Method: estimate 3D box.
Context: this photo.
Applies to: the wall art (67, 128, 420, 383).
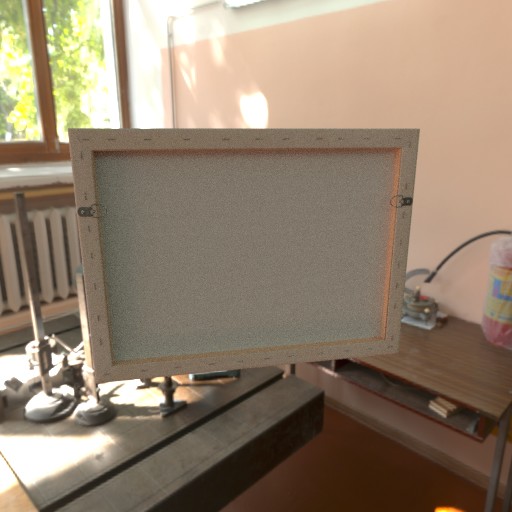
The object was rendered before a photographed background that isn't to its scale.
[{"bbox_3d":[0.000,0.000,1.650,1.219,0.912,0.042,-3,16,-11],"label":"wall art"}]
